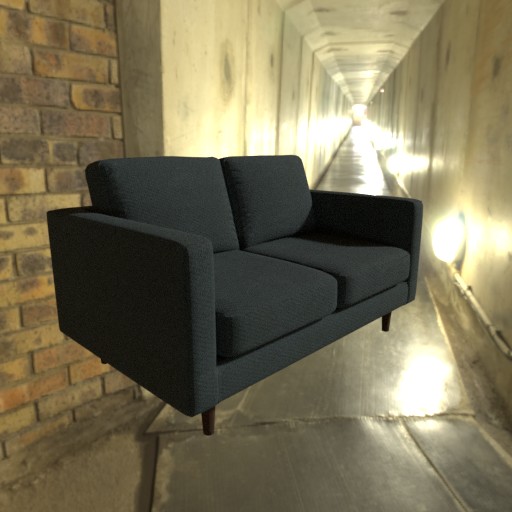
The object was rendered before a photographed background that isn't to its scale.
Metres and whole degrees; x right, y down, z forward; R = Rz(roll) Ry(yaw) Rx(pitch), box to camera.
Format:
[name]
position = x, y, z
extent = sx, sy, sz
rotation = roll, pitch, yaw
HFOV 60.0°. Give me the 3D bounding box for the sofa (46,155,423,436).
[sofa]
position = 0.000, 0.000, 2.110
extent = 0.999, 0.930, 1.518
rotation = 13, 19, 43
